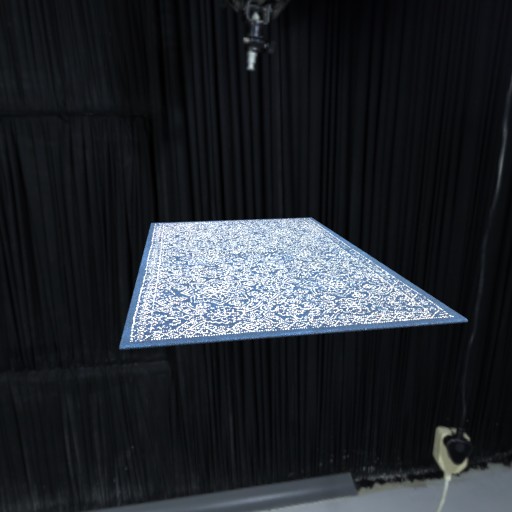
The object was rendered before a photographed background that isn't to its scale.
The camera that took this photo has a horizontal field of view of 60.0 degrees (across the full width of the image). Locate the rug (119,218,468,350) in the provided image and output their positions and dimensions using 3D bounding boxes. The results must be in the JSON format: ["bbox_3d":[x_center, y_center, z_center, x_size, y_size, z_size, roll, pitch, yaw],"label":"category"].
[{"bbox_3d":[0.000,0.000,3.033,1.526,0.015,2.441,-3,16,-10],"label":"rug"}]
